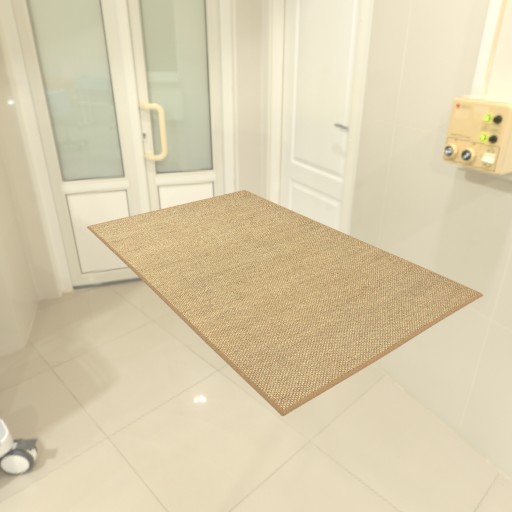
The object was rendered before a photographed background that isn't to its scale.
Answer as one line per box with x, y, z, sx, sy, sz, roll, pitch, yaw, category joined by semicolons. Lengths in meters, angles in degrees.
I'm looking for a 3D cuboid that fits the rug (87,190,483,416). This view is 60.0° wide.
0.000;0.000;2.100;1.061;0.012;1.668;-19;32;-32;rug
